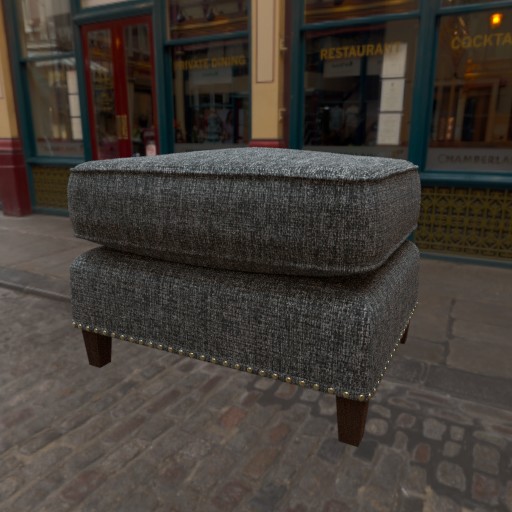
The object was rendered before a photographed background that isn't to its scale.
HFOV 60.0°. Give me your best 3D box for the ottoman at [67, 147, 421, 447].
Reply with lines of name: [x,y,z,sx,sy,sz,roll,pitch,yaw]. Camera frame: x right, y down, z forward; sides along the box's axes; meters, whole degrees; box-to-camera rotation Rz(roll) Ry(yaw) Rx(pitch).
ottoman: [0.000,0.000,1.126,0.738,0.537,0.589,7,16,27]
